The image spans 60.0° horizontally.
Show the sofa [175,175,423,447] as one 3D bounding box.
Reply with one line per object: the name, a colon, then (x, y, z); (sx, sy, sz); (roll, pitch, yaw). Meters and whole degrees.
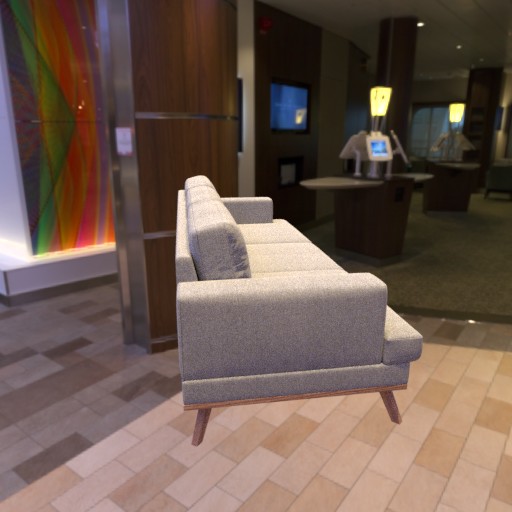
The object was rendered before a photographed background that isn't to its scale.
sofa: (0.000, 0.000, 2.677); (0.920, 0.810, 2.310); (-3, 16, -9)
